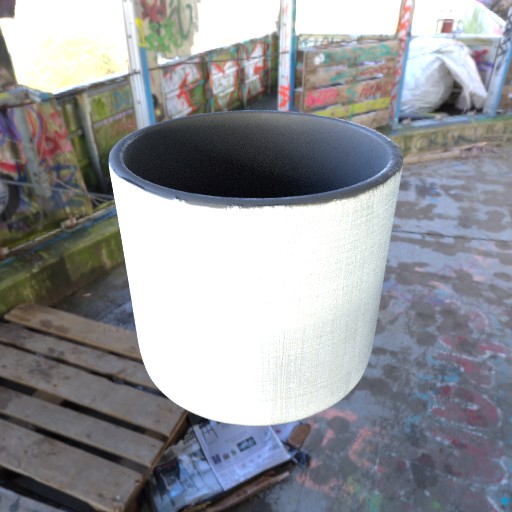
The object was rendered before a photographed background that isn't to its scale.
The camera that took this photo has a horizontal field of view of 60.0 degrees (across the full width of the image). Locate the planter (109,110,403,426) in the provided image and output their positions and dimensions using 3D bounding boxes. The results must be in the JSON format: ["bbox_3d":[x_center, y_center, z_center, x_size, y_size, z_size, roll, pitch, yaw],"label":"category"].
[{"bbox_3d":[0.000,0.000,0.389,0.221,0.201,0.221,0,32,0],"label":"planter"}]
